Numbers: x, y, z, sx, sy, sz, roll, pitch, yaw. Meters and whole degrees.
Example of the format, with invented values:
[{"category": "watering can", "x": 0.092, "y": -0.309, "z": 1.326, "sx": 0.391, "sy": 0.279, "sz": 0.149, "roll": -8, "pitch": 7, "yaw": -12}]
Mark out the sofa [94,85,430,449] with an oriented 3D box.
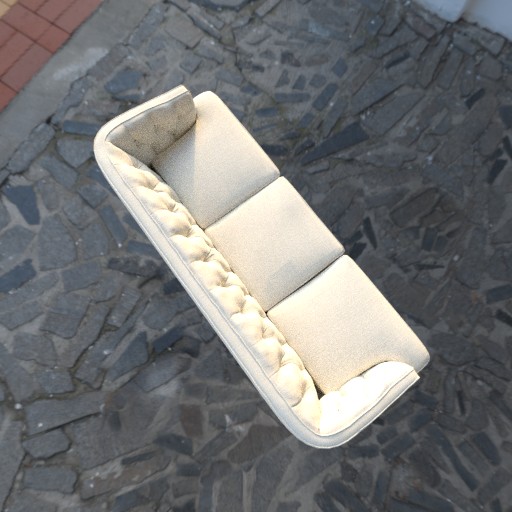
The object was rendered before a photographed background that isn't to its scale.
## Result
[{"category": "sofa", "x": 0.000, "y": 0.000, "z": 2.792, "sx": 0.941, "sy": 0.855, "sz": 2.278, "roll": -36, "pitch": 79, "yaw": -8}]
